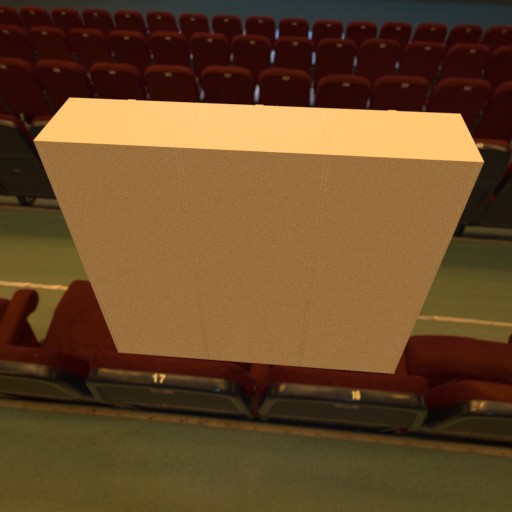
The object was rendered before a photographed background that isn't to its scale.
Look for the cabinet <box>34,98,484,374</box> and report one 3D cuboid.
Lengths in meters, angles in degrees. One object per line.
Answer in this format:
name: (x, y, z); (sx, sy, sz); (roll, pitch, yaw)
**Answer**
cabinet: (0.000, 0.000, 3.694); (2.700, 2.370, 0.590); (4, 45, 4)
